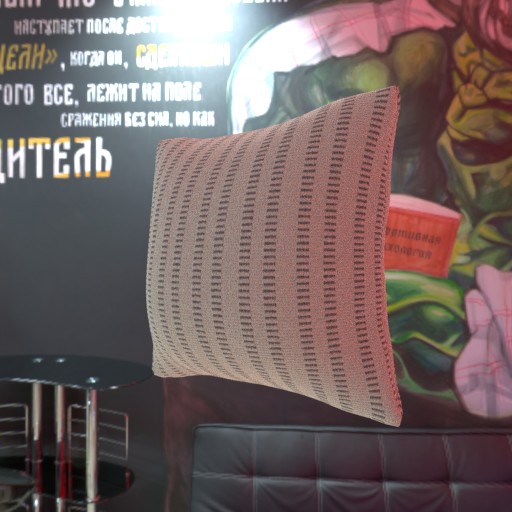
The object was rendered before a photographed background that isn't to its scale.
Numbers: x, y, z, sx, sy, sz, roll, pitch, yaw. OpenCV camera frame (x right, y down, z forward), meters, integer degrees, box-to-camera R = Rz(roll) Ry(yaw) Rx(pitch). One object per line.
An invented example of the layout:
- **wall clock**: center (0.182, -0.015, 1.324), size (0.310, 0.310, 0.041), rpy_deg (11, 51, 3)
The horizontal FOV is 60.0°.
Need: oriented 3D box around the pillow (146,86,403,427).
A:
- **pillow**: center (0.000, 0.000, 0.667), size (0.438, 0.419, 0.247), rpy_deg (-1, -1, 36)
